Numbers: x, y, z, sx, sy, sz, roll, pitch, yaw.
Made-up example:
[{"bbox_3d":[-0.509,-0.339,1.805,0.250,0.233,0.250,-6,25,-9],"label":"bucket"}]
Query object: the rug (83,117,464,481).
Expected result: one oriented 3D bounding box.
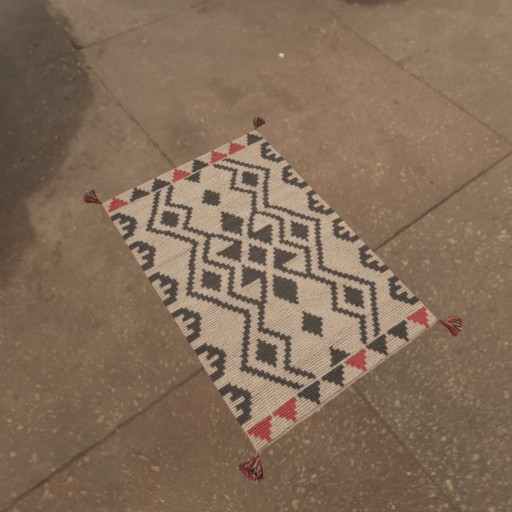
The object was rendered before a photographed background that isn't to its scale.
[{"bbox_3d":[0.000,0.000,2.677,1.444,0.067,2.069,-30,63,-17],"label":"rug"}]
